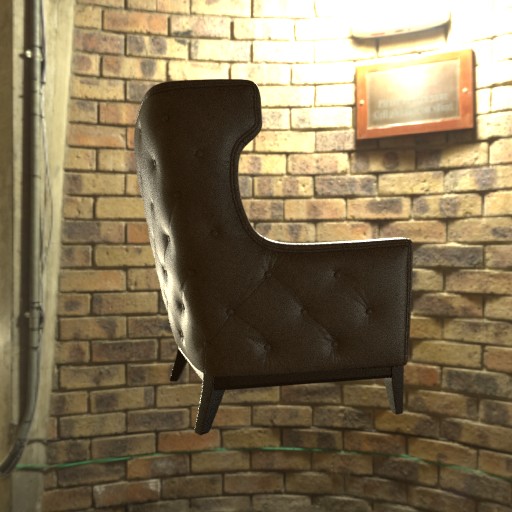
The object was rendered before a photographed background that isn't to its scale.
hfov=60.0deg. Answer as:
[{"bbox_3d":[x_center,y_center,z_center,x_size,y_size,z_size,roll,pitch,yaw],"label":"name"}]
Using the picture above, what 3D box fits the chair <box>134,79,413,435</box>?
[{"bbox_3d":[0.000,0.000,1.705,0.899,1.079,0.769,0,0,-18],"label":"chair"}]
